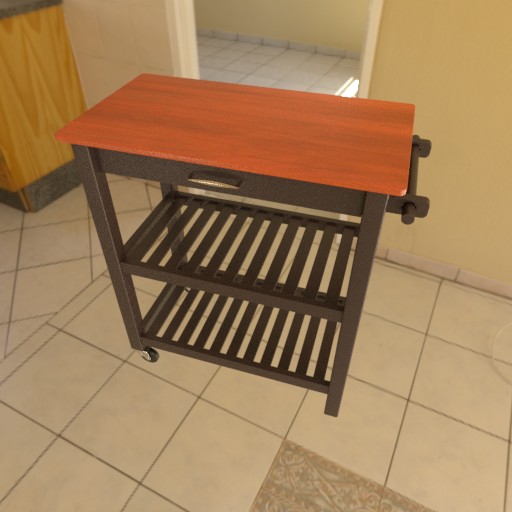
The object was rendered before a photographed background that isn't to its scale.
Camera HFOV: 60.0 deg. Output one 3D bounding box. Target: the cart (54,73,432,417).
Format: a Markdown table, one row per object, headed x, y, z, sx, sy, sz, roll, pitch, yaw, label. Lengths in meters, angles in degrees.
| x | y | z | sx | sy | sz | roll | pitch | yaw | label |
| --- | --- | --- | --- | --- | --- | --- | --- | --- | --- |
| 0.000 | 0.000 | 1.444 | 0.899 | 0.927 | 0.457 | 12 | 42 | 13 | cart |
